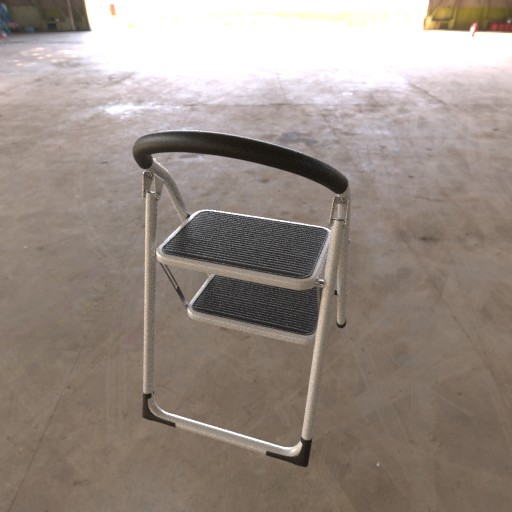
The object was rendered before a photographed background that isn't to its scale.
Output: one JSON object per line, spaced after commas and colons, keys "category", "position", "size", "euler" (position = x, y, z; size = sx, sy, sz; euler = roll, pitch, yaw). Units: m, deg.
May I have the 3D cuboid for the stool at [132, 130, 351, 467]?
{"category": "stool", "position": [0.000, 0.000, 1.118], "size": [0.453, 0.760, 0.559], "euler": [10, 33, 16]}
